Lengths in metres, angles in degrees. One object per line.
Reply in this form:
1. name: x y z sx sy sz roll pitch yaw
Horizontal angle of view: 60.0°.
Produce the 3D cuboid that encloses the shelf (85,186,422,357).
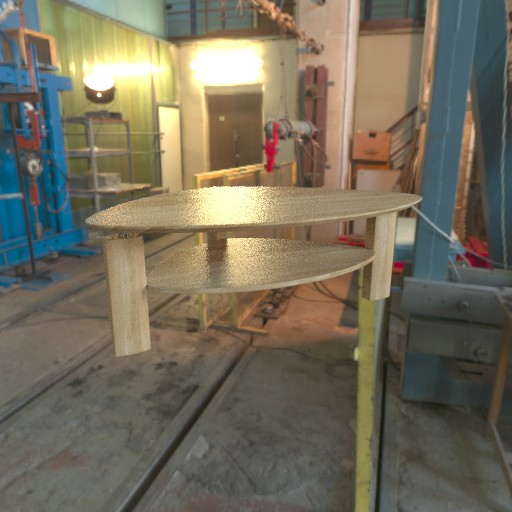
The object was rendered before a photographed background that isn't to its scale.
1. shelf: 0.000 0.000 1.702 1.240 0.439 0.863 -8 17 -27
